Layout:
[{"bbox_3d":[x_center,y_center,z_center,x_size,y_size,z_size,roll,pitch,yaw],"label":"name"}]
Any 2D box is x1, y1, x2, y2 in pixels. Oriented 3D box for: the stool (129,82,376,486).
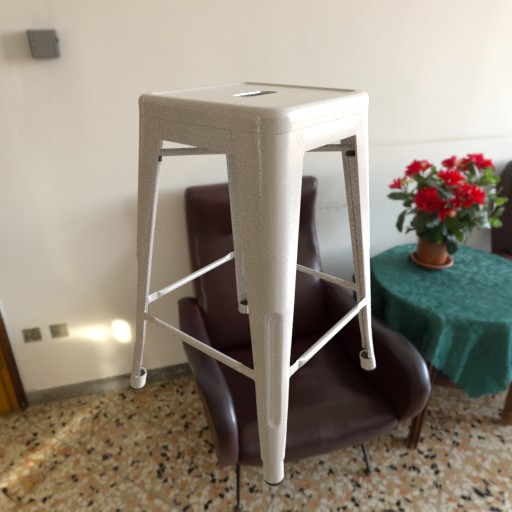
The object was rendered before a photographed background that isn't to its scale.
[{"bbox_3d":[0.000,0.000,0.872,0.406,0.610,0.406,19,32,34],"label":"stool"}]
